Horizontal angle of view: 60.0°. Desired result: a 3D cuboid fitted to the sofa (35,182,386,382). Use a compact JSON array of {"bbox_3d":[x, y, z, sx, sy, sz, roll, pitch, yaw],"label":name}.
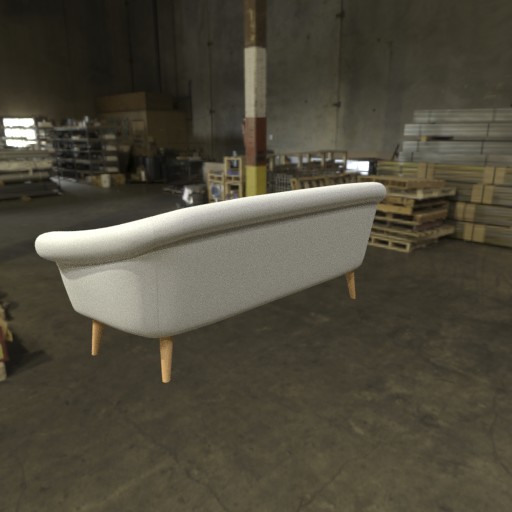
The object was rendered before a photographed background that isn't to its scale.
[{"bbox_3d":[0.000,0.000,2.591,2.160,0.795,0.827,-15,21,-43],"label":"sofa"}]
